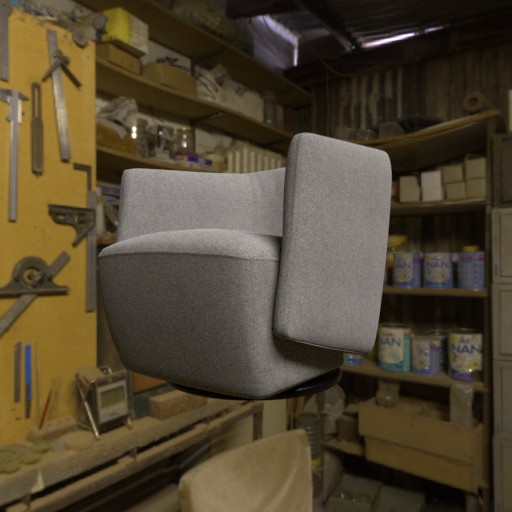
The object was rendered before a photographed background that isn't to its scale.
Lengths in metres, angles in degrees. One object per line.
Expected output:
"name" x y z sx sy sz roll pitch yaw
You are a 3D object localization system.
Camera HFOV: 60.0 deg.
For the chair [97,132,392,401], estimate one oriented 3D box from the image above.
"chair" 0.000 0.000 1.630 0.822 0.861 0.986 -1 -1 38
